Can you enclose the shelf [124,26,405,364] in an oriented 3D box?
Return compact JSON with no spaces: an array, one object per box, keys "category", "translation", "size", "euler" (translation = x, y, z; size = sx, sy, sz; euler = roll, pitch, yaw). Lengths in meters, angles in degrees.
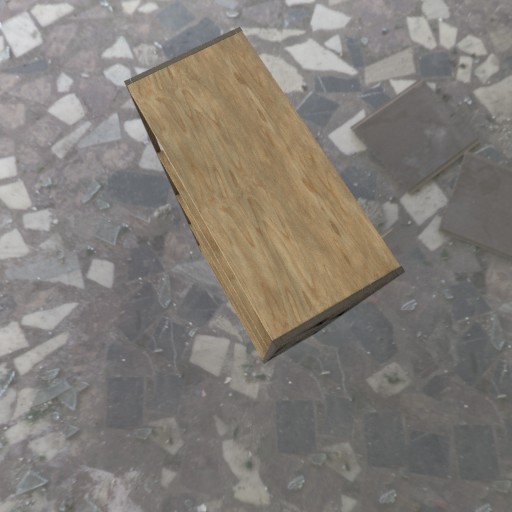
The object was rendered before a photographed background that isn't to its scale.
[{"category":"shelf","translation":[0.000,0.000,2.084],"size":[0.386,1.803,0.874],"euler":[-29,77,-7]}]
